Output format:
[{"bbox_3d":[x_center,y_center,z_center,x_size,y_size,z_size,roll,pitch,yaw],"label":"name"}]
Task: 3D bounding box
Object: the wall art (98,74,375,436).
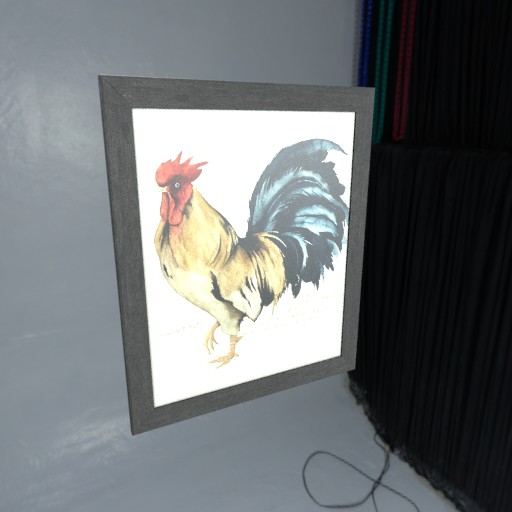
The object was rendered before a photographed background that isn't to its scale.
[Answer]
[{"bbox_3d":[0.000,0.000,0.779,0.476,0.570,0.013,-8,18,-26],"label":"wall art"}]
